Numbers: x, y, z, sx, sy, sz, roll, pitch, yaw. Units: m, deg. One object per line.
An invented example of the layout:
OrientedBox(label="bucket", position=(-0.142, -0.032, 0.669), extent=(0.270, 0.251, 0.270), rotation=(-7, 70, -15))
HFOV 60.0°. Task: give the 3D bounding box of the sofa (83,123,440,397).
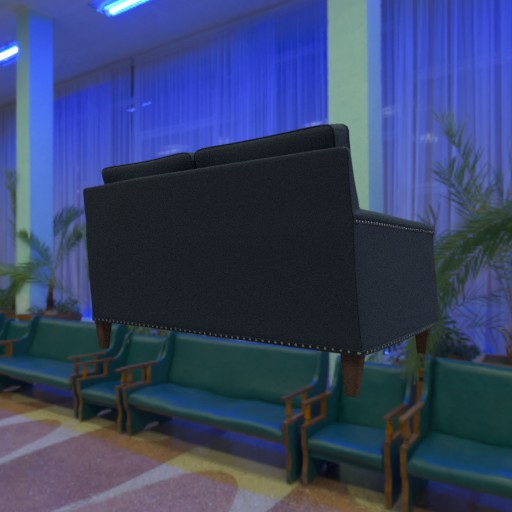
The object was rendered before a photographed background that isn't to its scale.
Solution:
OrientedBox(label="sofa", position=(0.000, 0.000, 2.327), extent=(1.597, 1.003, 1.084), rotation=(0, -1, 36))
